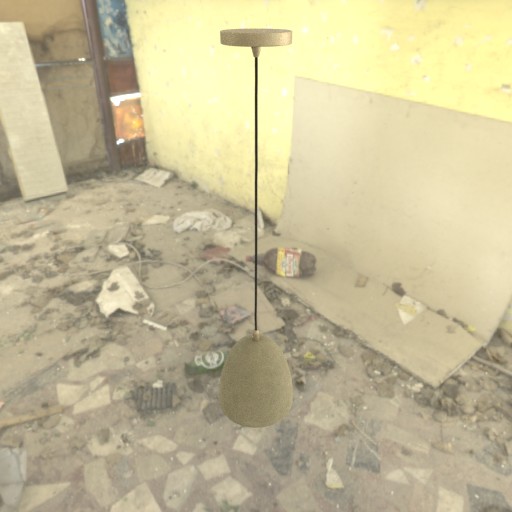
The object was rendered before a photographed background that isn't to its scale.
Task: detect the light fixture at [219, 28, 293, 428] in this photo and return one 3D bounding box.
[{"bbox_3d":[0.000,0.000,0.836,0.170,0.759,0.170,-11,32,-19],"label":"light fixture"}]
